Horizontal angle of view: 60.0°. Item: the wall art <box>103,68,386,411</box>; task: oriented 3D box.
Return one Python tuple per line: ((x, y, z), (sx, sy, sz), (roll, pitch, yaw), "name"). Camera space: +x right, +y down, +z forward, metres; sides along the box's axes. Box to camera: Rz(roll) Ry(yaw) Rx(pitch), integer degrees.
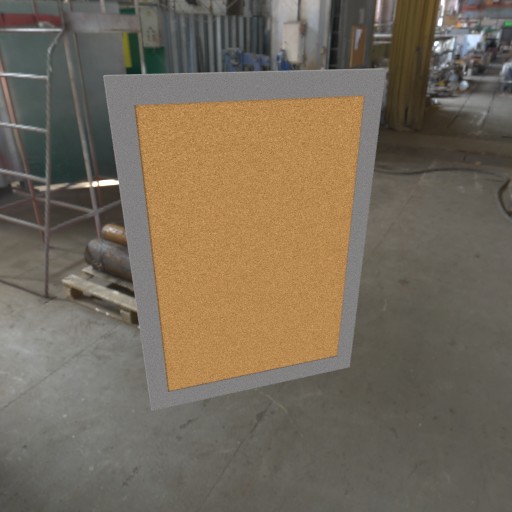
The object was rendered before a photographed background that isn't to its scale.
((0.000, 0.000, 0.687), (0.374, 0.529, 0.012), (-8, 28, -15), "wall art")
